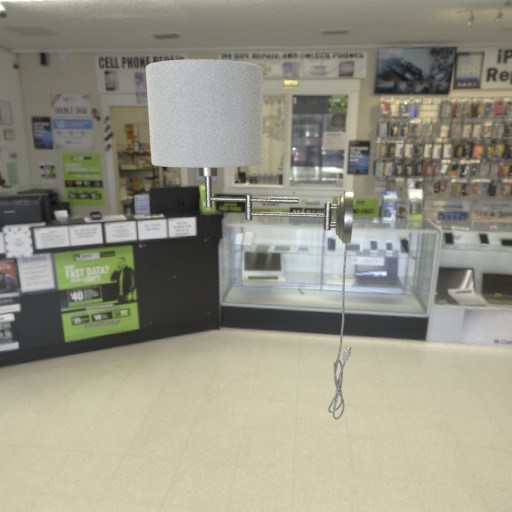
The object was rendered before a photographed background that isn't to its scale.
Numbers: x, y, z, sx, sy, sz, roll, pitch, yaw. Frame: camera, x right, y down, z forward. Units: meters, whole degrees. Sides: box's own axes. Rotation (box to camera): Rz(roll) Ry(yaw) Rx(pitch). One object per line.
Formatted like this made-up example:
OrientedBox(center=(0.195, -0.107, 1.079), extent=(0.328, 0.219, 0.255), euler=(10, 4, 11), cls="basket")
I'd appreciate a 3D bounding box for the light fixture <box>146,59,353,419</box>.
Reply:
OrientedBox(center=(0.000, 0.000, 1.065), extent=(0.479, 0.842, 0.253), euler=(2, 16, 9), cls="light fixture")
